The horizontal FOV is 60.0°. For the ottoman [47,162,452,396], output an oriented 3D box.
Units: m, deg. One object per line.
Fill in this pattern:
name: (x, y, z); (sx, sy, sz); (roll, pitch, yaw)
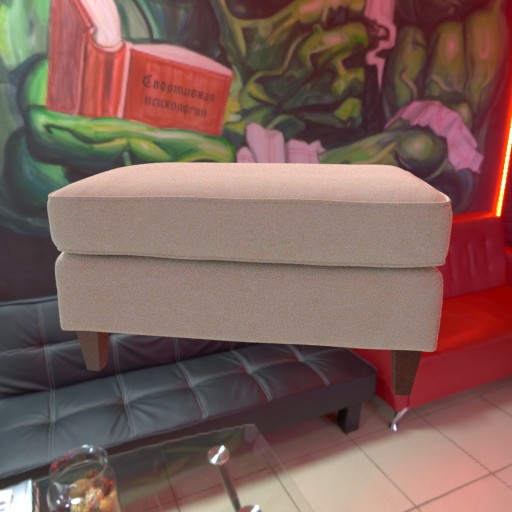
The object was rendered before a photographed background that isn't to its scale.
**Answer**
ottoman: (0.000, 0.000, 1.209); (0.862, 0.484, 0.583); (2, 17, 8)
